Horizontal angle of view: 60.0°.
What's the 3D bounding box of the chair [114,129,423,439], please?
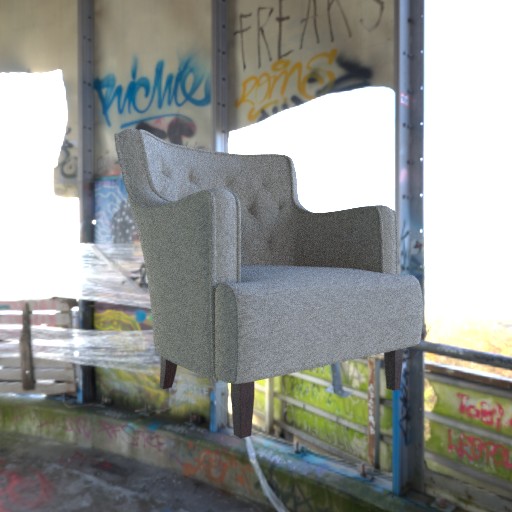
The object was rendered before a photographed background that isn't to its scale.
[{"bbox_3d":[0.000,0.000,1.637,0.820,0.920,0.910,0,1,-37],"label":"chair"}]
